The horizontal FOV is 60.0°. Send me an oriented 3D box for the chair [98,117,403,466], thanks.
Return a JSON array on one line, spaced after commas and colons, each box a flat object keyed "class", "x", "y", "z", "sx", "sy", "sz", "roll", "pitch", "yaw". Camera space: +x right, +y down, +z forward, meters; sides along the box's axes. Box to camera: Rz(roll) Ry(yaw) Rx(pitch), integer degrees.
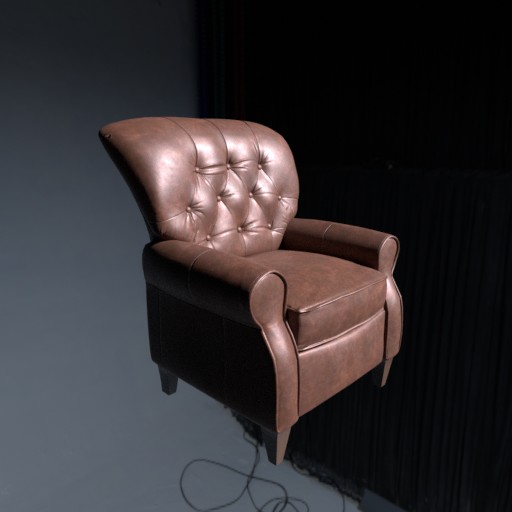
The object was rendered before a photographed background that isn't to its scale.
[{"class": "chair", "x": 0.000, "y": 0.000, "z": 1.904, "sx": 1.031, "sy": 1.162, "sz": 0.979, "roll": 13, "pitch": 19, "yaw": 43}]
